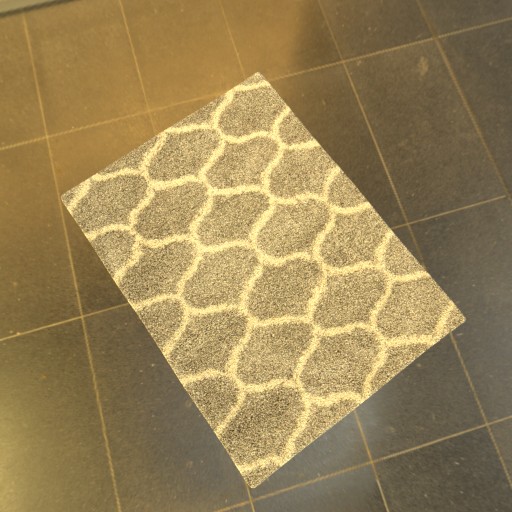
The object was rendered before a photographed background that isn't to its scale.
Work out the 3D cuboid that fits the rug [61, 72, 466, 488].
[{"bbox_3d":[0.000,0.000,2.080,1.200,0.025,1.600,-35,78,-8],"label":"rug"}]
